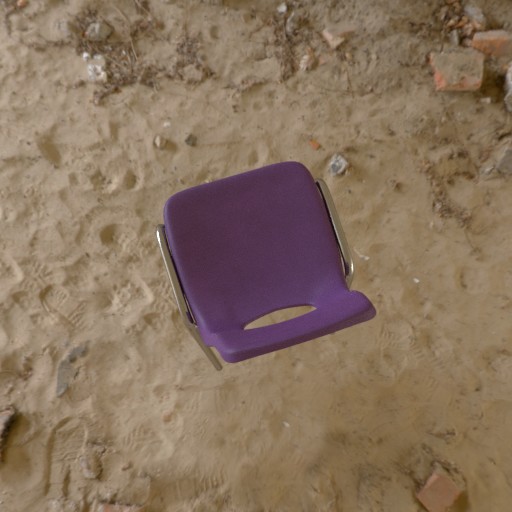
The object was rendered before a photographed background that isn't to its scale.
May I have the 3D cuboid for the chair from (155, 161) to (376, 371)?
[{"bbox_3d":[0.000,0.000,0.964,0.381,0.704,0.432,-17,76,-4],"label":"chair"}]
